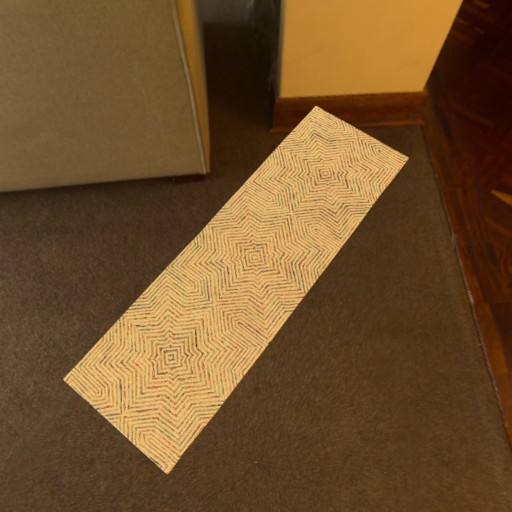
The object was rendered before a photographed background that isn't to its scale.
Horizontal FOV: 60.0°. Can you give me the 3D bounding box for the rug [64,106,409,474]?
[{"bbox_3d":[0.000,0.000,2.712,0.771,0.009,2.443,35,70,15],"label":"rug"}]
